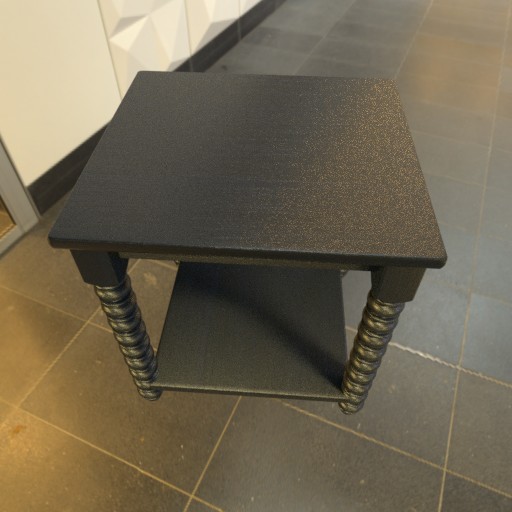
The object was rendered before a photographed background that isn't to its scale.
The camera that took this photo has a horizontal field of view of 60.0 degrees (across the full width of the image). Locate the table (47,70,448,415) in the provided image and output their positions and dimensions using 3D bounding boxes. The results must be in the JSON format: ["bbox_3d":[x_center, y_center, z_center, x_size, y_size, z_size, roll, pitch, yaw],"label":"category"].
[{"bbox_3d":[0.000,0.000,0.954,0.533,0.567,0.500,3,47,3],"label":"table"}]
